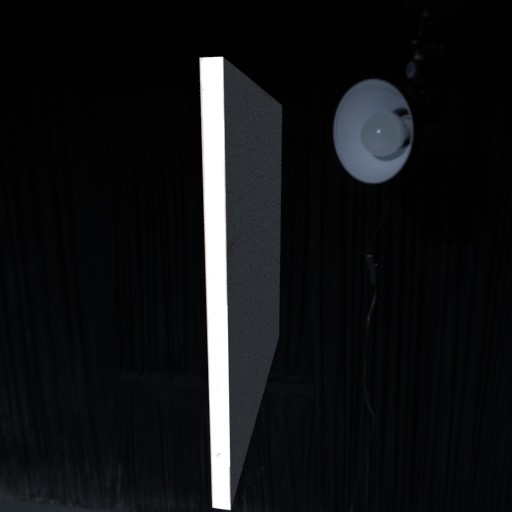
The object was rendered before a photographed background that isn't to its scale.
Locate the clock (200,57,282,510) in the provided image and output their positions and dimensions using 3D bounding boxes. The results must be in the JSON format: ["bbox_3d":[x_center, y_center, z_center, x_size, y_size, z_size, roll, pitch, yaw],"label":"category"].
[{"bbox_3d":[0.000,0.000,0.999,0.032,0.705,0.705,2,14,9],"label":"clock"}]
